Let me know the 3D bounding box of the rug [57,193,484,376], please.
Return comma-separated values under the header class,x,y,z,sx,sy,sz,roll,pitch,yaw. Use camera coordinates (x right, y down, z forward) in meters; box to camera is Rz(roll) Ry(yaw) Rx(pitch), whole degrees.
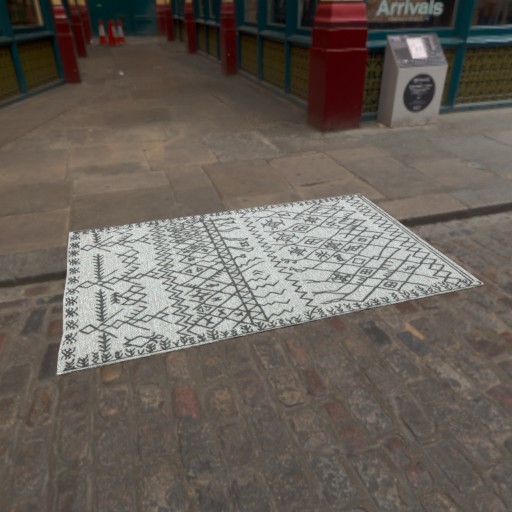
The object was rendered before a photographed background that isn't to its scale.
class,x,y,z,sx,sy,sz,roll,pitch,yaw
rug,0.000,0.000,4.715,3.824,0.019,2.393,-9,32,-15
